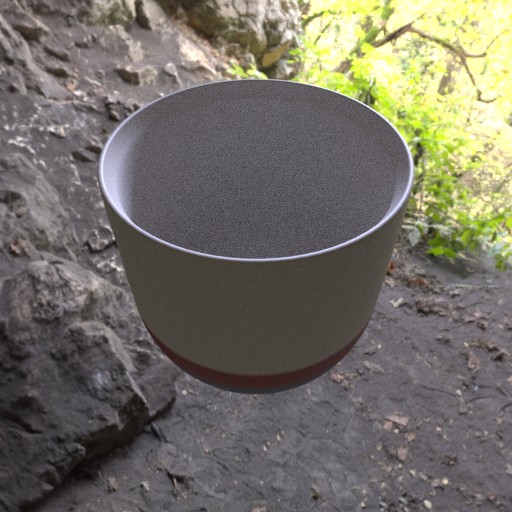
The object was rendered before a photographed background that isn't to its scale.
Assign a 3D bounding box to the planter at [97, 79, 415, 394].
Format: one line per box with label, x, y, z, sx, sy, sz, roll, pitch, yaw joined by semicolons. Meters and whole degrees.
planter;0.000;0.000;0.479;0.268;0.270;0.268;0;47;0
